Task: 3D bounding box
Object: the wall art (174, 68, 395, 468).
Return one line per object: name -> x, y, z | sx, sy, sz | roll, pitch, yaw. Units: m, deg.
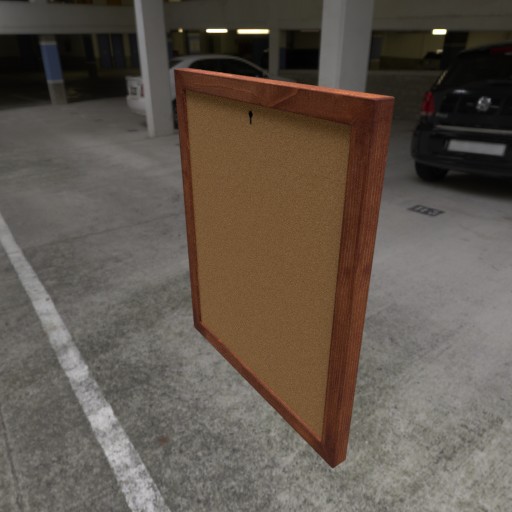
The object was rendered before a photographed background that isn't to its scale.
wall art -> 0.000, 0.000, 0.750 | 0.030, 0.558, 0.462 | -18, 32, -31
